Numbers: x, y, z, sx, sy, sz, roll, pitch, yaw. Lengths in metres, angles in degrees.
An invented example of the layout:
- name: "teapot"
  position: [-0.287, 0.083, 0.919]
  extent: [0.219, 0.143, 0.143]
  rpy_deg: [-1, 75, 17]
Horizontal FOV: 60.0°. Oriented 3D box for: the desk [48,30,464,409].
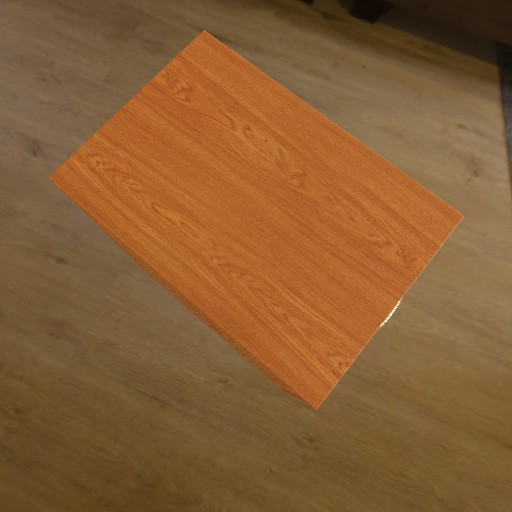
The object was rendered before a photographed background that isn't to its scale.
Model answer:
- name: "desk"
  position: [0.000, 0.000, 1.106]
  extent: [0.600, 0.730, 0.404]
  rpy_deg: [39, 78, 10]
